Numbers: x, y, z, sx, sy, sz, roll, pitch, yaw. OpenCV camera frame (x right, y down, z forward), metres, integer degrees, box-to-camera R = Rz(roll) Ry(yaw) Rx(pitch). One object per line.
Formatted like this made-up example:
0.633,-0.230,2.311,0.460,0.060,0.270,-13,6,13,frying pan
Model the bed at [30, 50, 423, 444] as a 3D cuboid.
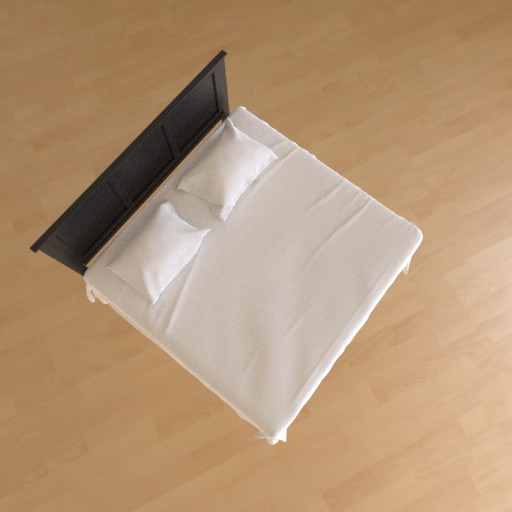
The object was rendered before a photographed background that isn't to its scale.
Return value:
0.000,0.000,3.575,2.219,1.271,2.315,37,78,10,bed
